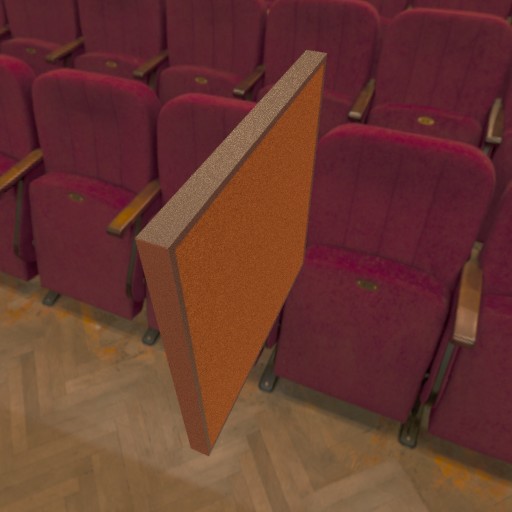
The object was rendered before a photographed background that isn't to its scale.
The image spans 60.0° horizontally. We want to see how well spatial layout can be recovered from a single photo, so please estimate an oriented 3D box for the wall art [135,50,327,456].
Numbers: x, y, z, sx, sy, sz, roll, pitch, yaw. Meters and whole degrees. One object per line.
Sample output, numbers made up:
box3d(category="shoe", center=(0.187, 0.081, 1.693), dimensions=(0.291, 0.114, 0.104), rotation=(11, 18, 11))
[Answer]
box3d(category="wall art", center=(0.000, 0.000, 0.523), dimensions=(0.028, 0.349, 0.349), rotation=(17, 48, 16))
